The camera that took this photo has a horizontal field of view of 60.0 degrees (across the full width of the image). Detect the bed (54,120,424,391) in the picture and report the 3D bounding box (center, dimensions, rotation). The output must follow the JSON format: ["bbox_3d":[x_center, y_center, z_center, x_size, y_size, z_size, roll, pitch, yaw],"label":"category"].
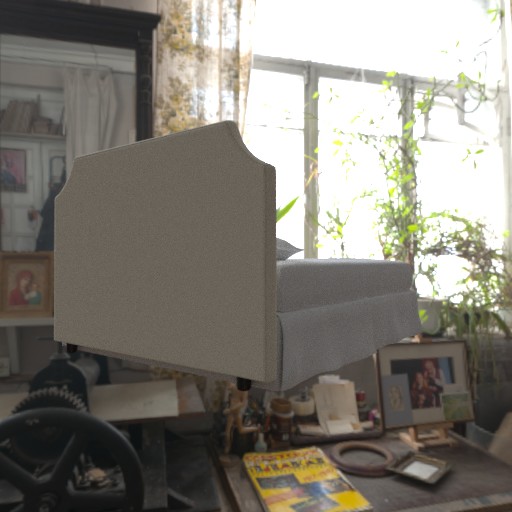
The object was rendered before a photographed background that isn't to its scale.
[{"bbox_3d":[0.000,0.000,4.192,2.350,1.590,2.773,0,-1,36],"label":"bed"}]
